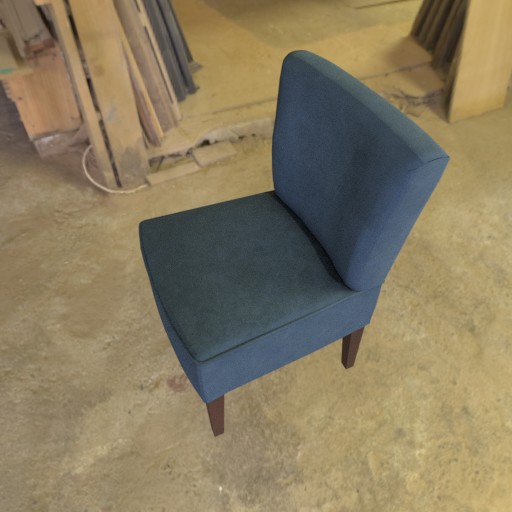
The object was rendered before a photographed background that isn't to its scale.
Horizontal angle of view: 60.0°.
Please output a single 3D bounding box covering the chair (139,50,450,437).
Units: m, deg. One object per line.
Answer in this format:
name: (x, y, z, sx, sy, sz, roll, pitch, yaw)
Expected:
chair: (0.000, 0.000, 1.151, 0.551, 0.806, 0.521, -18, 49, -17)
